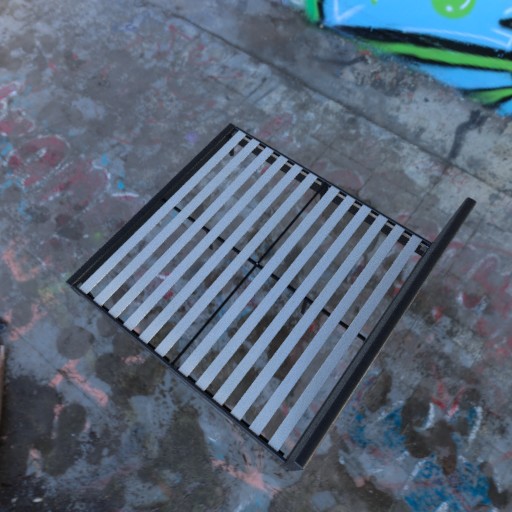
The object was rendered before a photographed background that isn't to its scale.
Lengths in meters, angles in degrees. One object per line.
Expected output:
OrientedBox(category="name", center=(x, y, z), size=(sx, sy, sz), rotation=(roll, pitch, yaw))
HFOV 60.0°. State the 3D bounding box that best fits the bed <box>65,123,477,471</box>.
OrientedBox(category="bed", center=(0.000, 0.000, 3.328), size=(2.152, 1.046, 2.018), rotation=(34, 69, 16))
